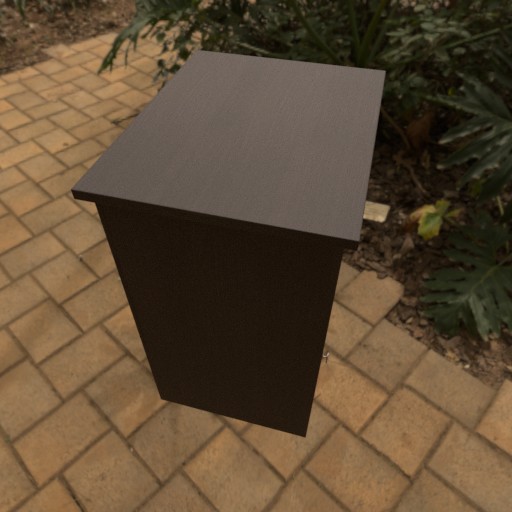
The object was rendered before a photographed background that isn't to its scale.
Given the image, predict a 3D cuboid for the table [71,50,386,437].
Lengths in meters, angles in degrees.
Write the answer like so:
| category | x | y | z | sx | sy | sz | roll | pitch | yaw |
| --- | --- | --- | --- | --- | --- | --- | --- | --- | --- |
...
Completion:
| category | x | y | z | sx | sy | sz | roll | pitch | yaw |
| --- | --- | --- | --- | --- | --- | --- | --- | --- | --- |
| table | 0.000 | 0.000 | 0.943 | 0.381 | 0.635 | 0.480 | 11 | 47 | 10 |
